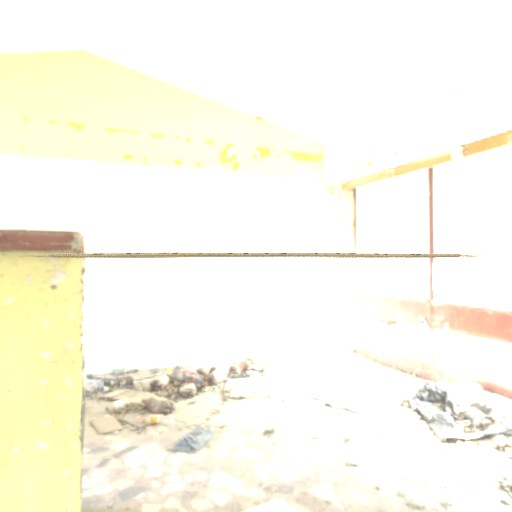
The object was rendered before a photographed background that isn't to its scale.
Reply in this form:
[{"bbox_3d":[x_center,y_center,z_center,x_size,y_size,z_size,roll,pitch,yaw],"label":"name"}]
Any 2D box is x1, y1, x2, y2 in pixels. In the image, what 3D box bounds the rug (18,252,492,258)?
[{"bbox_3d":[0.000,0.000,3.204,2.615,0.029,1.664,0,0,0],"label":"rug"}]
